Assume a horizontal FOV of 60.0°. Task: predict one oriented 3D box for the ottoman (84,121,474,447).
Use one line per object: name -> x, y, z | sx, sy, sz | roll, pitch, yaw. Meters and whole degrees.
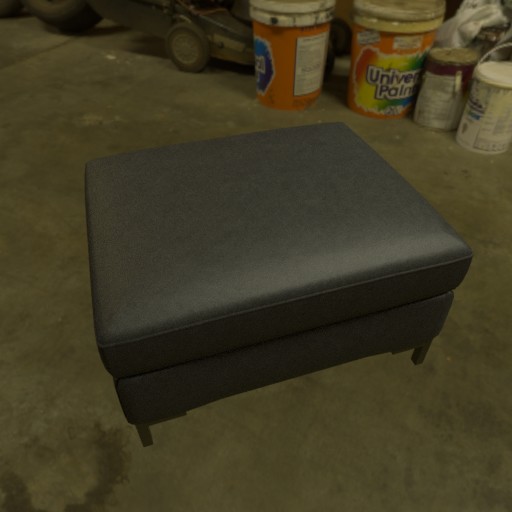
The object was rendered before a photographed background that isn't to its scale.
ottoman -> 0.000, 0.000, 1.782 | 1.187, 0.696, 0.967 | -12, 44, -13
